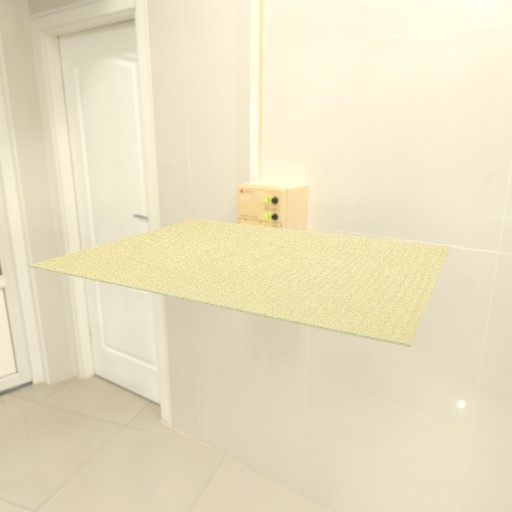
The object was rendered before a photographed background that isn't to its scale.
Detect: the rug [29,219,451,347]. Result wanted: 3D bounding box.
[{"bbox_3d":[0.000,0.000,4.176,3.204,0.016,2.452,8,18,27],"label":"rug"}]
